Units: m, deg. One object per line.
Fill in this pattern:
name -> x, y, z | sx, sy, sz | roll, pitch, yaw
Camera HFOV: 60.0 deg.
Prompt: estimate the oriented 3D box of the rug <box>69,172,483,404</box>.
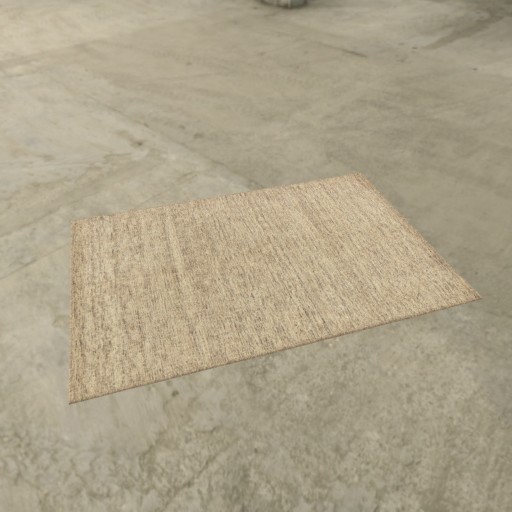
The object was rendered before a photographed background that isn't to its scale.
rug -> 0.000, 0.000, 2.284 | 1.822, 0.018, 1.211 | -11, 42, -13
